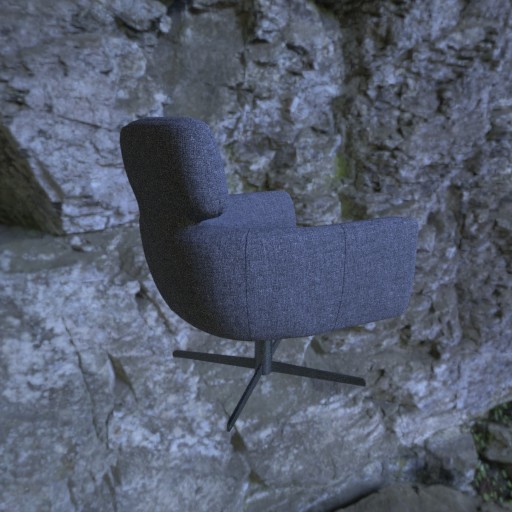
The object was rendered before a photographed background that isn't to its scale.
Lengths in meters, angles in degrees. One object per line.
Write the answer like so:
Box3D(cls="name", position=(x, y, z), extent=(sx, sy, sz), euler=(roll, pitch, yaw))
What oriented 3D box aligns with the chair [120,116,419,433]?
Box3D(cls="chair", position=(0.000, 0.000, 1.372), extent=(0.715, 0.812, 0.706), euler=(-8, 17, -27))
